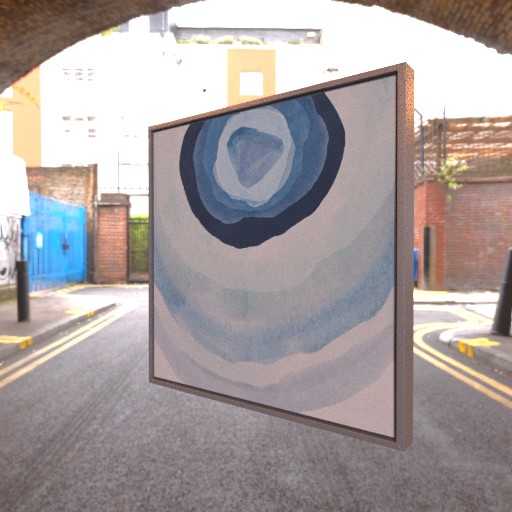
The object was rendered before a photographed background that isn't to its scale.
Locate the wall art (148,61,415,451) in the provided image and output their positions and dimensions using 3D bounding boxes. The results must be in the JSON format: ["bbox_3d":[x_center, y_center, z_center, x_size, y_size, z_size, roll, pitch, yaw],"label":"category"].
[{"bbox_3d":[0.000,0.000,0.508,0.349,0.349,0.028,1,1,37],"label":"wall art"}]
